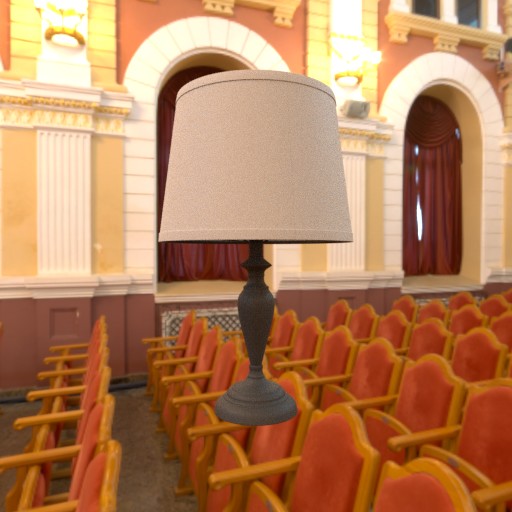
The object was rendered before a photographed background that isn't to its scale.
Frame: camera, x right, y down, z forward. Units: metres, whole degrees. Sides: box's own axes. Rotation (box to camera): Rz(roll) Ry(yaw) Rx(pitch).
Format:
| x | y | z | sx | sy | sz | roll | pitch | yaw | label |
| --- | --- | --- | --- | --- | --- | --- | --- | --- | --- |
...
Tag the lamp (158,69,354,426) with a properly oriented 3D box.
| x | y | z | sx | sy | sz | roll | pitch | yaw | label |
| --- | --- | --- | --- | --- | --- | --- | --- | --- | --- |
| 0.000 | 0.000 | 0.720 | 0.310 | 0.501 | 0.310 | 0 | 0 | 0 | lamp |
